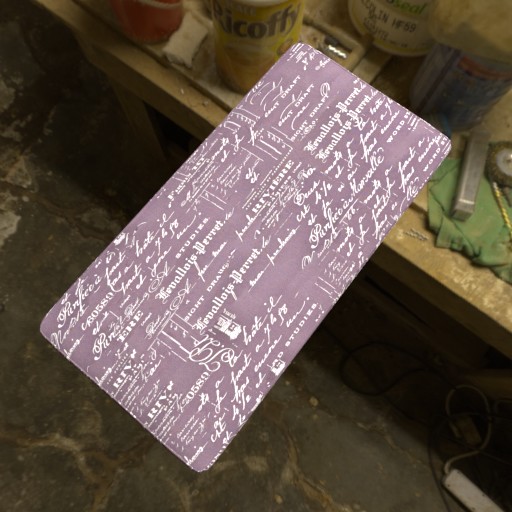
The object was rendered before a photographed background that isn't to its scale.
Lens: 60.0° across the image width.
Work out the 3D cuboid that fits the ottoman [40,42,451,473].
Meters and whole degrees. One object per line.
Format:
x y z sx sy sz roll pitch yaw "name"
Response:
0.000 0.000 1.040 0.406 0.457 0.813 38 79 9 "ottoman"
